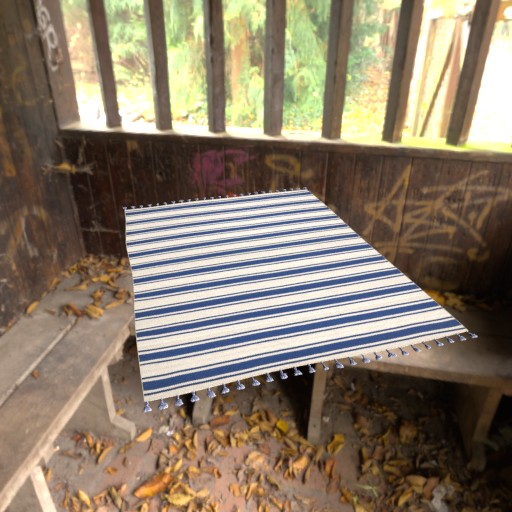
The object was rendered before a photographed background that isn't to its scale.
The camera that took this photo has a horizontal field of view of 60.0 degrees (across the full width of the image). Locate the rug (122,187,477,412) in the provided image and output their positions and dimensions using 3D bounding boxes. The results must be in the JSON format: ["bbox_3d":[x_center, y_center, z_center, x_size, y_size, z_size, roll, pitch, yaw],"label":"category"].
[{"bbox_3d":[0.000,0.000,4.437,2.471,0.016,3.416,-8,30,-15],"label":"rug"}]
